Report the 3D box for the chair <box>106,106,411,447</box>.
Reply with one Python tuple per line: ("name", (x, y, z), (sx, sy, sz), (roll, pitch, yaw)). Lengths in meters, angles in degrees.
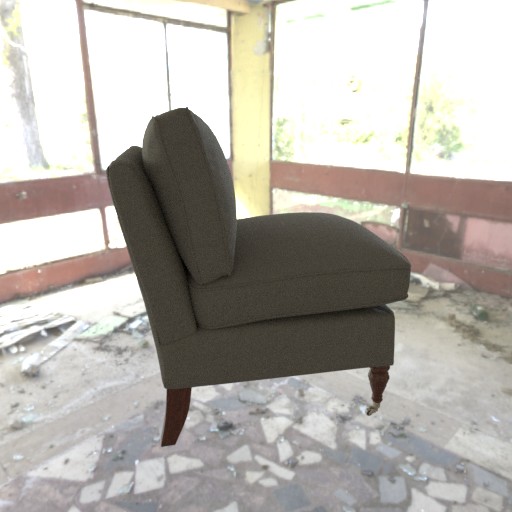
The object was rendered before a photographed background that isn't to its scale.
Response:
("chair", (0.000, 0.000, 1.652), (0.924, 1.045, 0.724), (-3, 18, -10))
